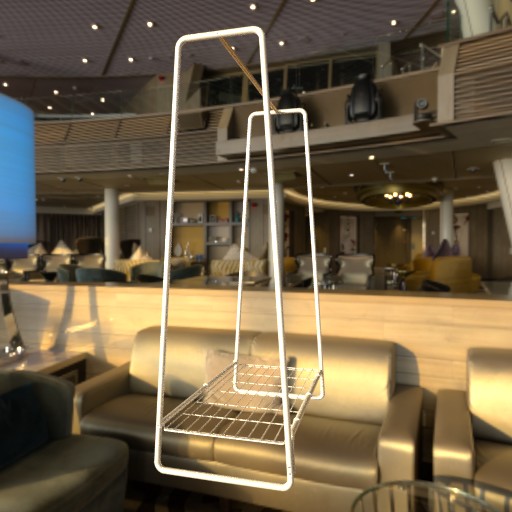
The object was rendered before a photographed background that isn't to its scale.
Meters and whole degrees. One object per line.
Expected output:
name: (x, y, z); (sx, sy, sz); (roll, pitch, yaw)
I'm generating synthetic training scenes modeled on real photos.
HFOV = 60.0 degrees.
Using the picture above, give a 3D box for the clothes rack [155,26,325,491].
clothes rack: (0.000, 0.000, 1.899); (0.495, 1.500, 0.900); (0, 1, 15)
